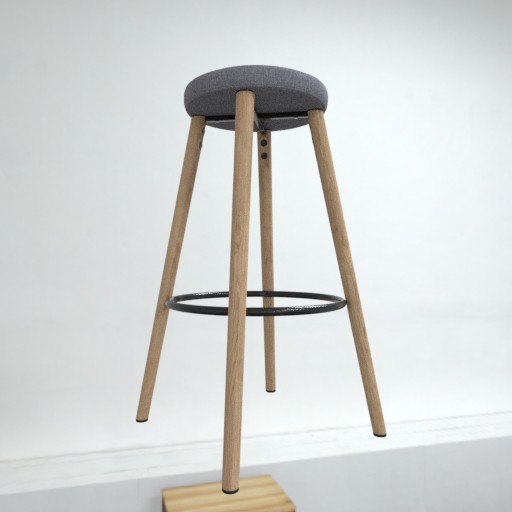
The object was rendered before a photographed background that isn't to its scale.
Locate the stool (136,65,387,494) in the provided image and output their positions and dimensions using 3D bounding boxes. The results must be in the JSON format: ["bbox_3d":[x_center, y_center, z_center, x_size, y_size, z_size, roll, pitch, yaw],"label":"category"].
[{"bbox_3d":[0.000,0.000,0.996,0.410,0.770,0.410,0,0,-36],"label":"stool"}]
